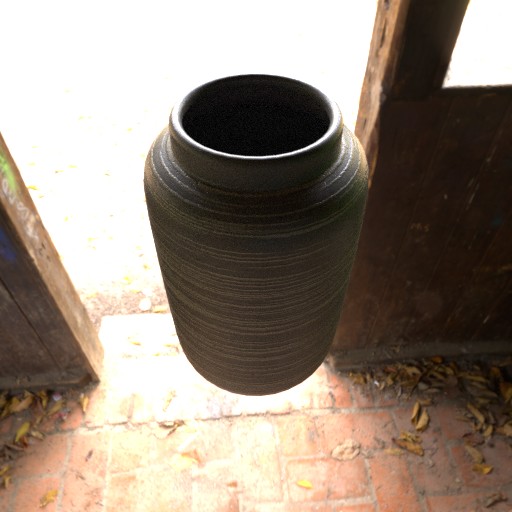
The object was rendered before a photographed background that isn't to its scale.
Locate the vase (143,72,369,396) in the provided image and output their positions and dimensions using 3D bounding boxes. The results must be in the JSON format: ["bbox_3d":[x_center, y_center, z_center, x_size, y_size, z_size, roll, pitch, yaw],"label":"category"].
[{"bbox_3d":[0.000,0.000,0.697,0.297,0.499,0.297,0,47,0],"label":"vase"}]
